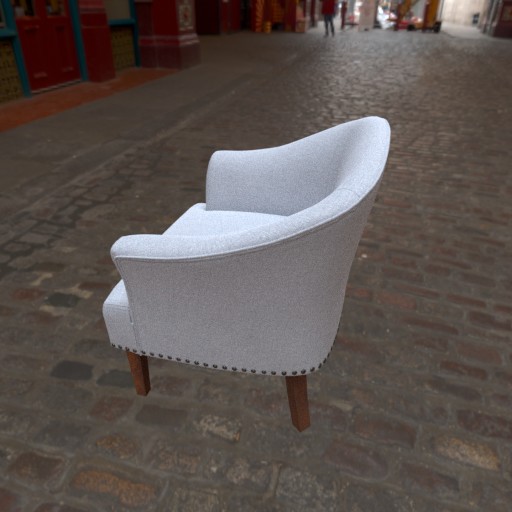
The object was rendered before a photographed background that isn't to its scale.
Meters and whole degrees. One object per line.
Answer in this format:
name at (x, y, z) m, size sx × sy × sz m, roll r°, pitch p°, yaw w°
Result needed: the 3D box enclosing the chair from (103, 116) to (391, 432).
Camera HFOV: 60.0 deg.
chair at (0.000, 0.000, 1.402) m, size 0.704 × 0.815 × 0.798 m, roll 8°, pitch 31°, yaw 13°
